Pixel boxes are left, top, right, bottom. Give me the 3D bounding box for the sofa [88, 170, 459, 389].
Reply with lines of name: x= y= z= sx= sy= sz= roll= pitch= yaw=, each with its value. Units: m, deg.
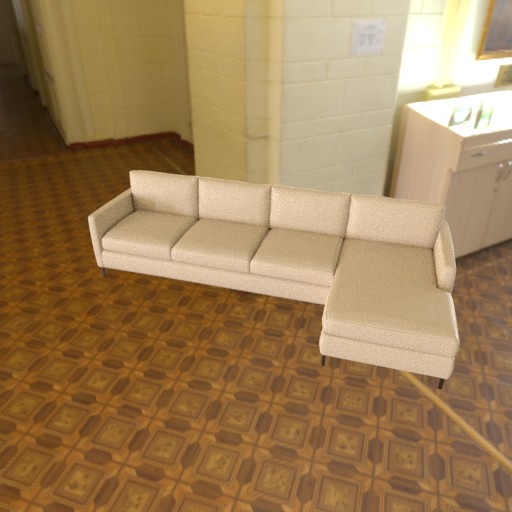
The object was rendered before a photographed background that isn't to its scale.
sofa: x=0.000 y=0.000 z=3.275 sx=2.731 sy=0.755 sz=1.258 roll=9 pitch=31 yaw=15
